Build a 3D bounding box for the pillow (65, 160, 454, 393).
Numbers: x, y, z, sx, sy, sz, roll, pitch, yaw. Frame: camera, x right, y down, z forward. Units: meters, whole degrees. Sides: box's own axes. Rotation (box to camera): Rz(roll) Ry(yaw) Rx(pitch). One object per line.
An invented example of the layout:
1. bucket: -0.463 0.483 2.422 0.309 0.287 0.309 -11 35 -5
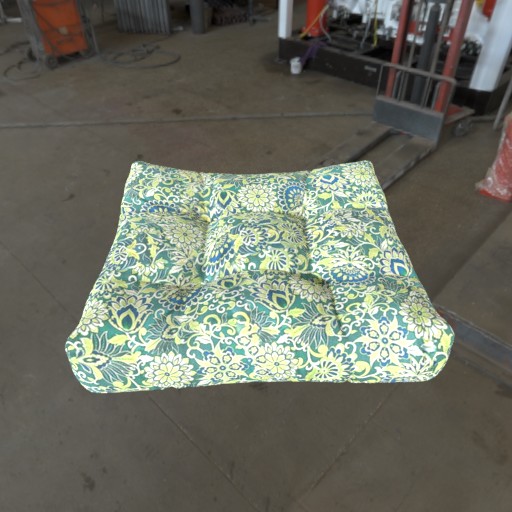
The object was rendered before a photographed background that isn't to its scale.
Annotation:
1. pillow: 0.000 0.000 0.734 0.490 0.128 0.468 -1 41 -1
